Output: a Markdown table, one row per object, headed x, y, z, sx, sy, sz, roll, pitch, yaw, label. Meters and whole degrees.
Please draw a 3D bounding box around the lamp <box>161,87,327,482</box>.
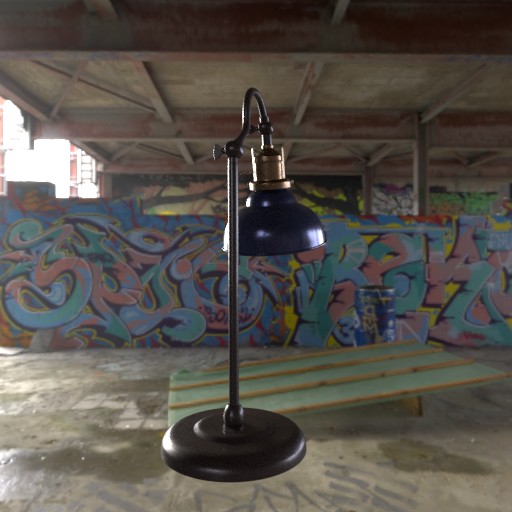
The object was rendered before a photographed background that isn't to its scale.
| x | y | z | sx | sy | sz | roll | pitch | yaw | label |
| --- | --- | --- | --- | --- | --- | --- | --- | --- | --- |
| 0.000 | 0.000 | 0.678 | 0.192 | 0.508 | 0.374 | 0 | 0 | 19 | lamp |
